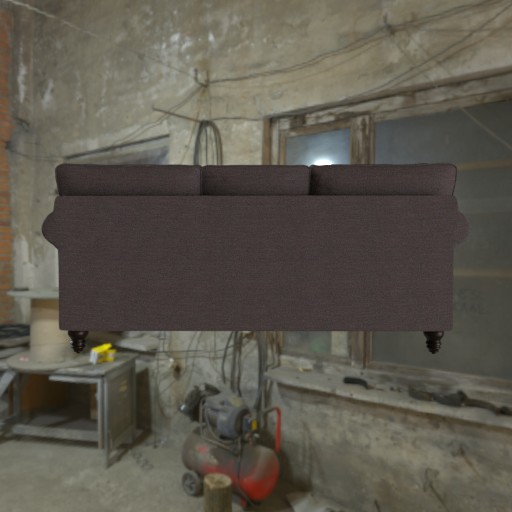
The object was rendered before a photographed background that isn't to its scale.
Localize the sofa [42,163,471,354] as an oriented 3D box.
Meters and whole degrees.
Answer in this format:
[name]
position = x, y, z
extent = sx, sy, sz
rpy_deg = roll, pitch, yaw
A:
[sofa]
position = 0.000, 0.000, 2.571
extent = 2.084, 0.966, 0.909
rpy_deg = 0, 0, 0
